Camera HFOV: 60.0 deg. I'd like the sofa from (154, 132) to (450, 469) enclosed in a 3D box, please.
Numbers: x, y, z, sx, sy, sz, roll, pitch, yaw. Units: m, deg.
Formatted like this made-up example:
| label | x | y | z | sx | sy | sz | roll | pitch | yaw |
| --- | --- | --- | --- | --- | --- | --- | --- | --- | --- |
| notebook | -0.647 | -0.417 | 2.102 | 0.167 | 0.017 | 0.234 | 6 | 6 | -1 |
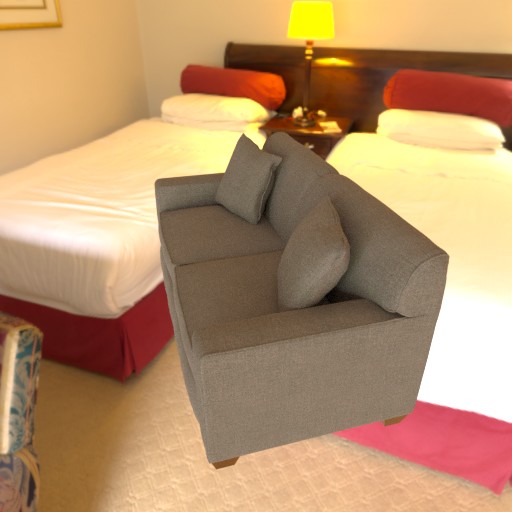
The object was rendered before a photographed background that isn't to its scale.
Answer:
| label | x | y | z | sx | sy | sz | roll | pitch | yaw |
| --- | --- | --- | --- | --- | --- | --- | --- | --- | --- |
| sofa | 0.000 | 0.000 | 2.449 | 1.000 | 0.958 | 1.846 | -8 | 31 | -14 |
